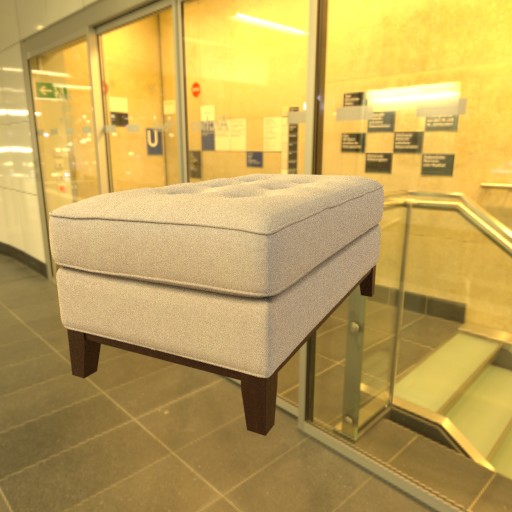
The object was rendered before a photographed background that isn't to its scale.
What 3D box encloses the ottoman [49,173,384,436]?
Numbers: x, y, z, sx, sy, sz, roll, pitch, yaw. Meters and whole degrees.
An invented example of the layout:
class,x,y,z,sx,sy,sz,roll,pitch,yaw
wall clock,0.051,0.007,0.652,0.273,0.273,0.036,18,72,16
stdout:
class,x,y,z,sx,sy,sz,roll,pitch,yaw
ottoman,0.000,0.000,1.518,0.648,0.508,1.143,7,15,26
